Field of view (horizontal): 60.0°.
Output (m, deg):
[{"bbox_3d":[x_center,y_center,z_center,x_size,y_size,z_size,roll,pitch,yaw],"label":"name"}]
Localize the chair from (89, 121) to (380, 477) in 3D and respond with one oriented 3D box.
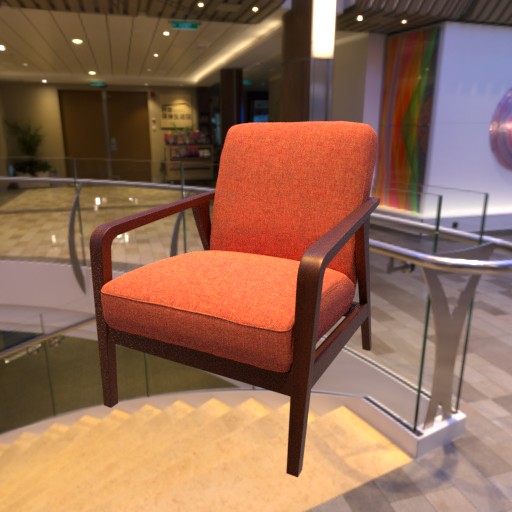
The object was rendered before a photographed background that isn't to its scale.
[{"bbox_3d":[0.000,0.000,1.513,0.719,0.890,0.860,8,18,26],"label":"chair"}]
